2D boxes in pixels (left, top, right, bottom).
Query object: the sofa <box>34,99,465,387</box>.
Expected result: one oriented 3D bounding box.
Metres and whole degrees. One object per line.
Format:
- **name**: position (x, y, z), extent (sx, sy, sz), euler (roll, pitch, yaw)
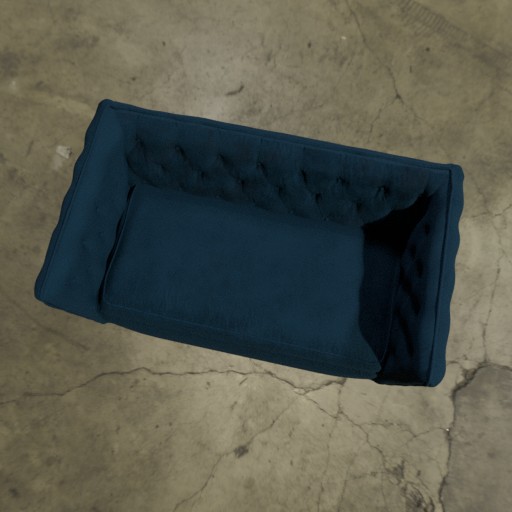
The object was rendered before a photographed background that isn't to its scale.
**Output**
- **sofa**: position (0.000, 0.000, 2.079), extent (1.583, 0.810, 0.909), euler (12, 75, 3)
